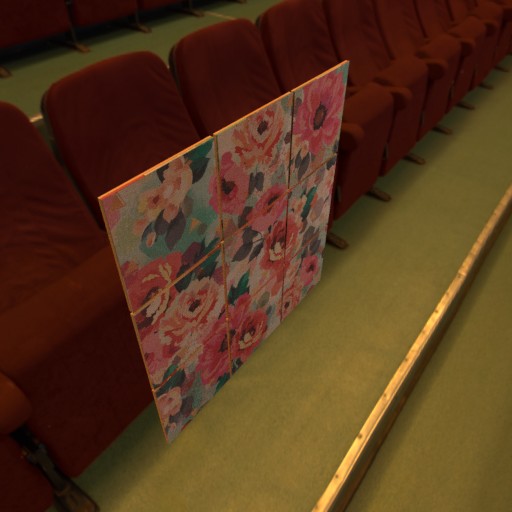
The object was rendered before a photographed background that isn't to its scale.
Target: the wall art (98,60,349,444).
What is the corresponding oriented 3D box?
[{"bbox_3d":[0.000,0.000,1.349,0.012,0.910,0.911,26,48,27],"label":"wall art"}]
